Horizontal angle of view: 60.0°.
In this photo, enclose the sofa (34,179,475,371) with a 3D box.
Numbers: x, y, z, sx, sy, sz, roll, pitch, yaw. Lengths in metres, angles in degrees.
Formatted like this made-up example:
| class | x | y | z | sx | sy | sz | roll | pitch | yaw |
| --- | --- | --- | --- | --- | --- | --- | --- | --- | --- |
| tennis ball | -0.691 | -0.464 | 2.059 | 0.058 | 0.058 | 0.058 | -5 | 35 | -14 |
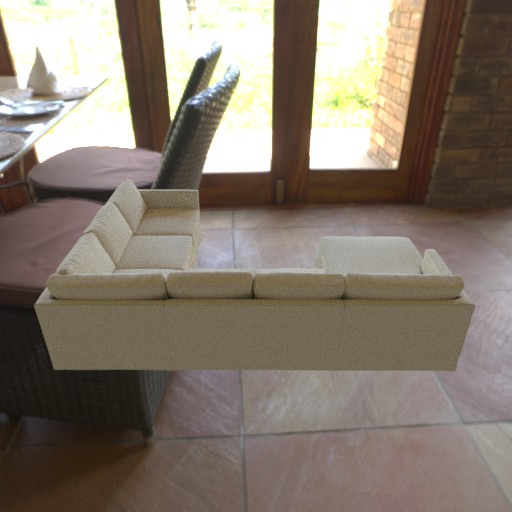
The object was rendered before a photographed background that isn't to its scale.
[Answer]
| class | x | y | z | sx | sy | sz | roll | pitch | yaw |
| --- | --- | --- | --- | --- | --- | --- | --- | --- | --- |
| sofa | 0.000 | 0.000 | 4.589 | 3.464 | 0.882 | 2.448 | 0 | 30 | 0 |
